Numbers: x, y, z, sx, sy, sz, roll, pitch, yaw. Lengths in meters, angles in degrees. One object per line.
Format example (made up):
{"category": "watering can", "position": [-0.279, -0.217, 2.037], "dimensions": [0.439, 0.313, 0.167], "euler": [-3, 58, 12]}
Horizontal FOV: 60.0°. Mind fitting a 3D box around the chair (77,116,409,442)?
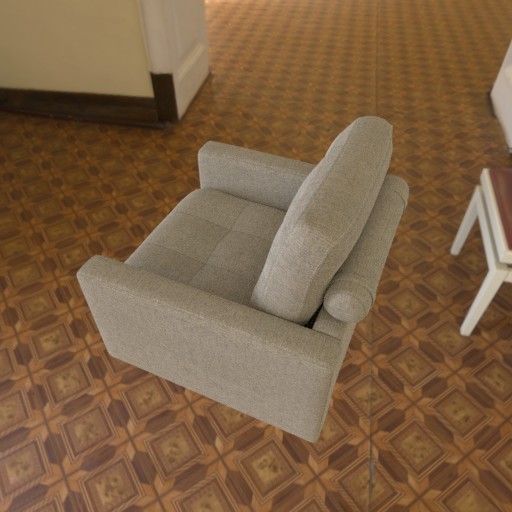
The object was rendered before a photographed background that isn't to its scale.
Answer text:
{"category": "chair", "position": [0.000, 0.000, 1.516], "dimensions": [0.843, 0.880, 0.821], "euler": [18, 48, 17]}
